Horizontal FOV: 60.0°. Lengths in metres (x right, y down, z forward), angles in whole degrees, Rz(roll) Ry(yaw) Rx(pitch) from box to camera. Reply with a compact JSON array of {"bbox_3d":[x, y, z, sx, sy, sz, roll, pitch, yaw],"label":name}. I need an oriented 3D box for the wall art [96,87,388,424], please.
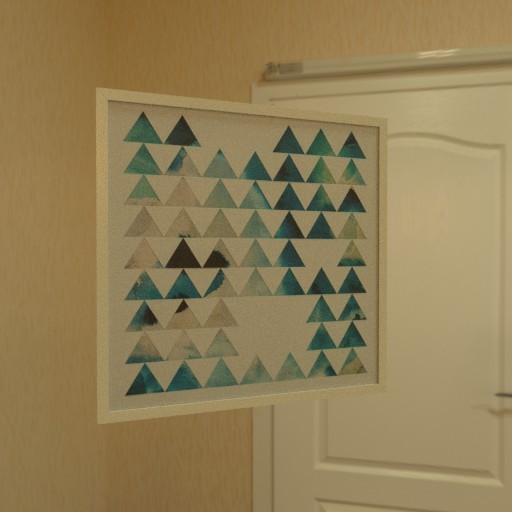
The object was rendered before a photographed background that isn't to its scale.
[{"bbox_3d":[0.000,0.000,0.823,0.557,0.557,0.012,0,1,-18],"label":"wall art"}]
